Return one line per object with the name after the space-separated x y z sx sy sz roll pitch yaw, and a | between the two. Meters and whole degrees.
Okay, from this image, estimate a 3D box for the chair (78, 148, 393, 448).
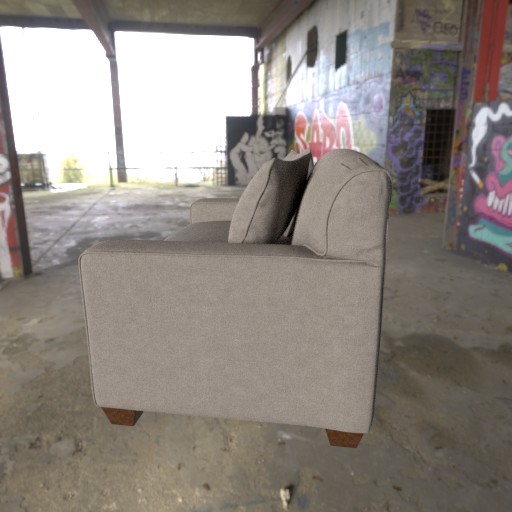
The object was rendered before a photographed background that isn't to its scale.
0.000 0.000 2.019 0.992 0.953 1.395 2 14 8 | chair
